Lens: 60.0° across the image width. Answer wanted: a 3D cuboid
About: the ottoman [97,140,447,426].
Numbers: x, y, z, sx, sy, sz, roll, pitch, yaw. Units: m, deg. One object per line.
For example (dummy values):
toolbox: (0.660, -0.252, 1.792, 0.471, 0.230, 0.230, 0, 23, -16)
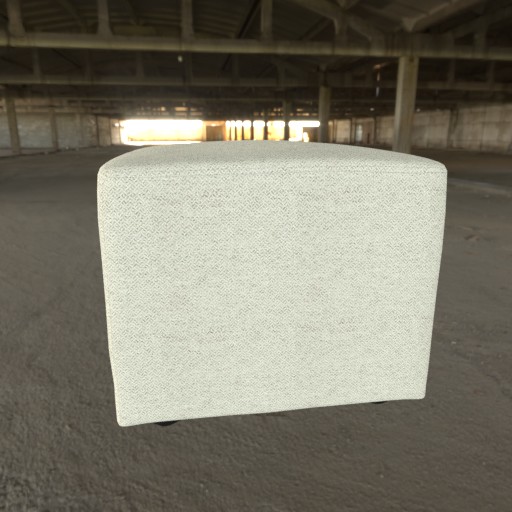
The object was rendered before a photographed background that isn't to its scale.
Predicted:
ottoman: (0.000, 0.000, 0.899, 0.512, 0.453, 0.521, -2, 16, -8)
